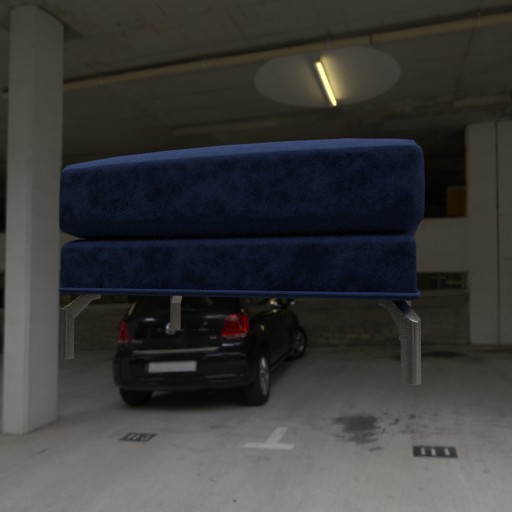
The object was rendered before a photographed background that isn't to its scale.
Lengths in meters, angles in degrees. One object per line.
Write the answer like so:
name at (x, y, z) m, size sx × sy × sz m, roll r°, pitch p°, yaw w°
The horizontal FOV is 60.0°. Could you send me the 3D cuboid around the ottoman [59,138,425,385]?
ottoman at (0.000, 0.000, 1.208) m, size 0.835 × 0.498 × 0.587 m, roll -1°, pitch -2°, yaw 18°
